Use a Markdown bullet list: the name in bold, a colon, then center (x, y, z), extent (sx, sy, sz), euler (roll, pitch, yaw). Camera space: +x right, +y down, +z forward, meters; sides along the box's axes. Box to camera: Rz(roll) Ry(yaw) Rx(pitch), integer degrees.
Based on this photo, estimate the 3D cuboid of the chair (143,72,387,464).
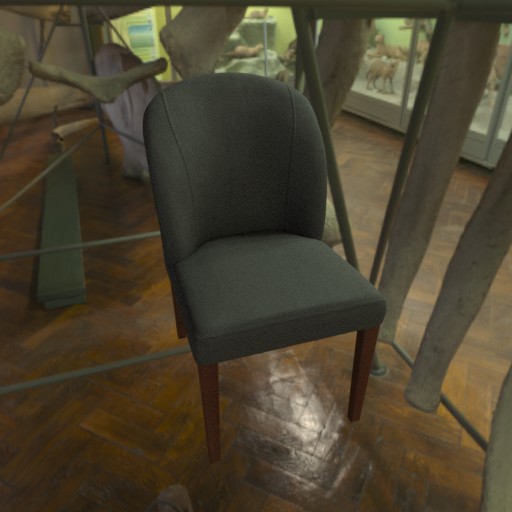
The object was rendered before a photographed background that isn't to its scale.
- **chair**: center (0.000, 0.000, 1.243), extent (0.506, 0.879, 0.619), euler (-10, 32, -16)
